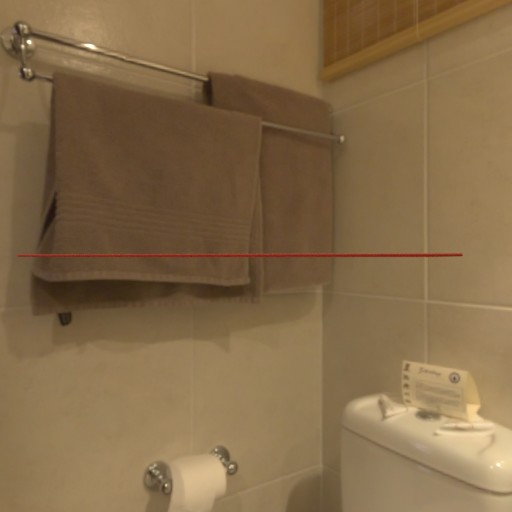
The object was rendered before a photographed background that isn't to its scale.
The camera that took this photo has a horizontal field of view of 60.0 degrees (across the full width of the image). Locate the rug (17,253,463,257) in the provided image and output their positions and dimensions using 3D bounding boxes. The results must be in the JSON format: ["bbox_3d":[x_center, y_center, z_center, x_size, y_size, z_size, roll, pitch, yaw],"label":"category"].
[{"bbox_3d":[0.000,0.000,2.825,2.211,0.013,1.593,0,0,18],"label":"rug"}]
